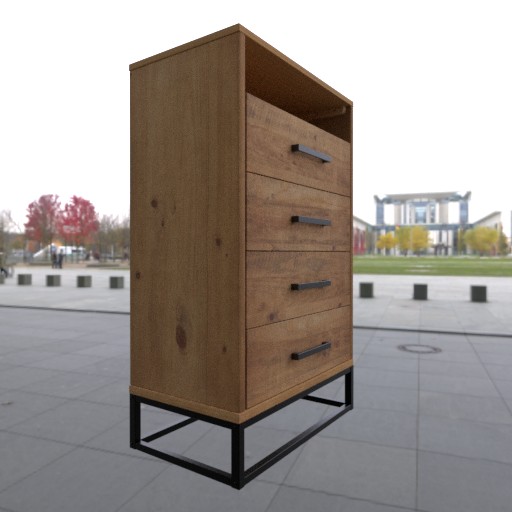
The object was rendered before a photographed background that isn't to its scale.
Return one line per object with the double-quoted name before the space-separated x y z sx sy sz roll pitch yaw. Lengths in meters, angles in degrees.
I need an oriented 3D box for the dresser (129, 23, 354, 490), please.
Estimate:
"dresser" 0.000 0.000 1.605 0.479 1.240 0.761 0 1 35
